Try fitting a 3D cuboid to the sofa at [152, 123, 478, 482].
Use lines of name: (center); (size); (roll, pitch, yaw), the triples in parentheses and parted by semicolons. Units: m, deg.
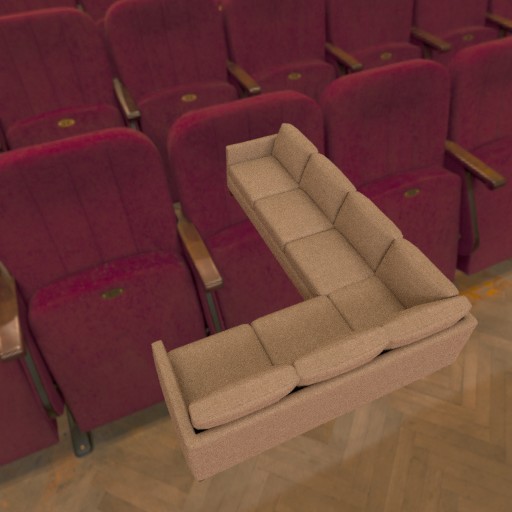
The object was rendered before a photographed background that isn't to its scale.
sofa: (0.000, 0.000, 4.440); (2.522, 0.934, 3.333); (-18, 48, -17)
